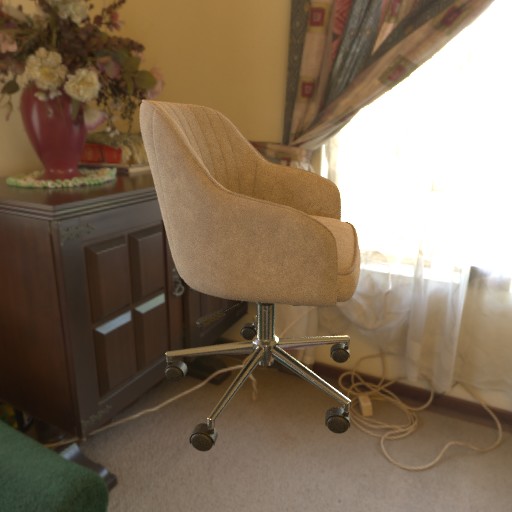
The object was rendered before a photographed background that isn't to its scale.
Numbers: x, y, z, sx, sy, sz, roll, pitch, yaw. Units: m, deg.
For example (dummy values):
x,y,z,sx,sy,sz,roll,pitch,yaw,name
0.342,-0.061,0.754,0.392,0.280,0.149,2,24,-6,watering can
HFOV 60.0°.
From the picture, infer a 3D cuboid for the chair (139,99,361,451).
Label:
x,y,z,sx,sy,sz,roll,pitch,yaw,name
0.000,0.000,1.253,0.573,0.831,0.635,3,17,11,chair
